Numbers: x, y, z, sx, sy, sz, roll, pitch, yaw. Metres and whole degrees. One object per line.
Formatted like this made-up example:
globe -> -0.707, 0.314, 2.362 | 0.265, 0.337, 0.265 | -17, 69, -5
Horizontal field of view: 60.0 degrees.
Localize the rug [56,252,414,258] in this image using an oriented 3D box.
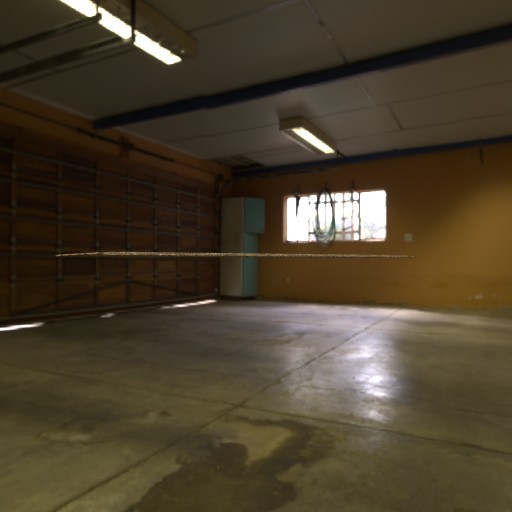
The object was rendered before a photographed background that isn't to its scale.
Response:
rug -> 0.000, 0.000, 2.858 | 2.378, 0.018, 1.324 | 0, -1, -17
